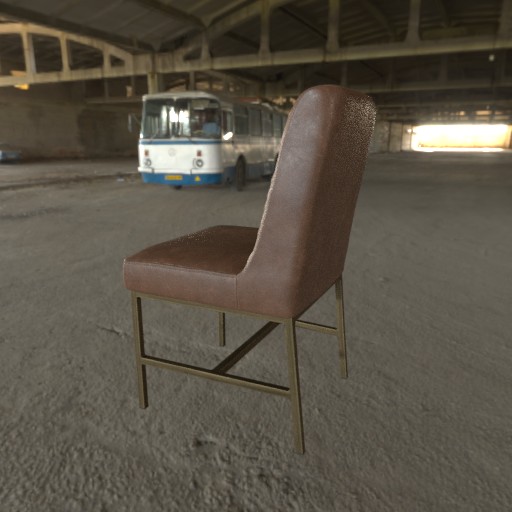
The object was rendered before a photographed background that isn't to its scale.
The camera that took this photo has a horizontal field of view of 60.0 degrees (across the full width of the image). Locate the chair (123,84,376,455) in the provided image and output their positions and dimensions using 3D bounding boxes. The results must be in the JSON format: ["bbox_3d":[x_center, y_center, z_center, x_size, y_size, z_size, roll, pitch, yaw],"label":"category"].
[{"bbox_3d":[0.000,0.000,1.300,0.587,0.889,0.508,7,16,26],"label":"chair"}]
